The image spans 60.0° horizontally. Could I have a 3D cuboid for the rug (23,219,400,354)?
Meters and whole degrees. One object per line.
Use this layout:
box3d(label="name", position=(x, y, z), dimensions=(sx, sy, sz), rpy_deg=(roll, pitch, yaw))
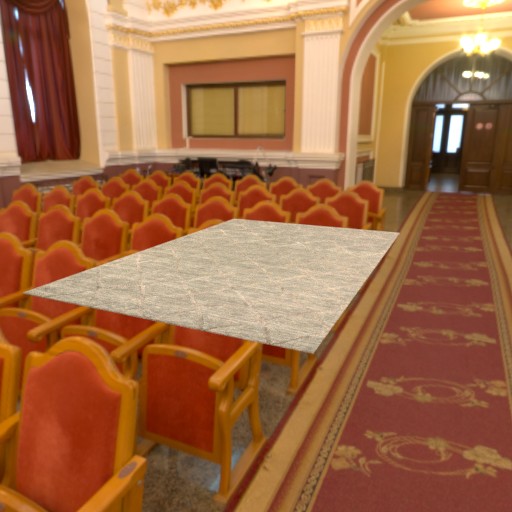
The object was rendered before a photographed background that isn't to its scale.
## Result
box3d(label="rug", position=(0.000, 0.000, 2.917), dimensions=(1.521, 0.006, 2.283), rpy_deg=(7, 17, 24))
